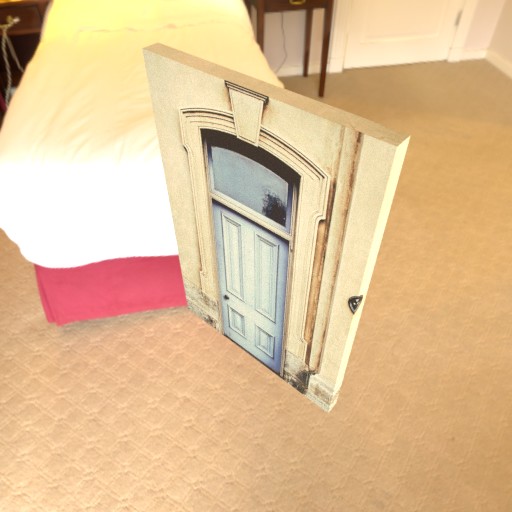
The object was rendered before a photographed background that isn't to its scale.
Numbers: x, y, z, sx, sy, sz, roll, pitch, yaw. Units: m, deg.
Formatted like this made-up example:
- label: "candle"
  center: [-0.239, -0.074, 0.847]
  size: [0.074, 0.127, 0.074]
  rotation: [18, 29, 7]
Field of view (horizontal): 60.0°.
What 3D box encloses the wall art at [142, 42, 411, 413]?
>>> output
- label: "wall art"
  center: [0.000, 0.000, 0.967]
  size: [0.508, 0.764, 0.038]
  rotation: [31, 53, 27]
